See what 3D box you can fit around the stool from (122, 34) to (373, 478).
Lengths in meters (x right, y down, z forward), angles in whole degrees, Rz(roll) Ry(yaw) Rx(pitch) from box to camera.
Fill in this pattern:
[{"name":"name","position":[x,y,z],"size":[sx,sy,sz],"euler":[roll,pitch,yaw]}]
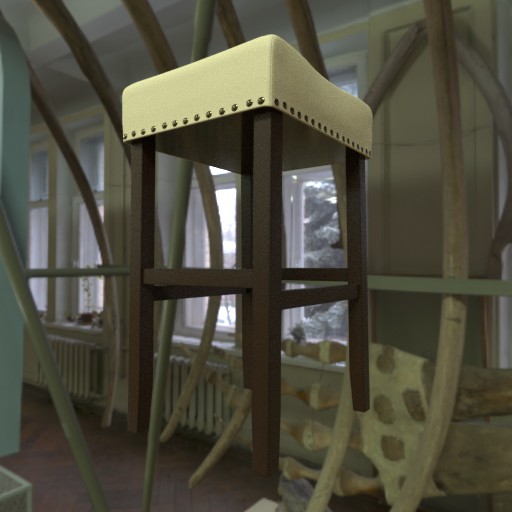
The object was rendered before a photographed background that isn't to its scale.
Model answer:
[{"name":"stool","position":[0.000,0.000,1.038],"size":[0.401,0.762,0.471],"euler":[-1,-1,36]}]
